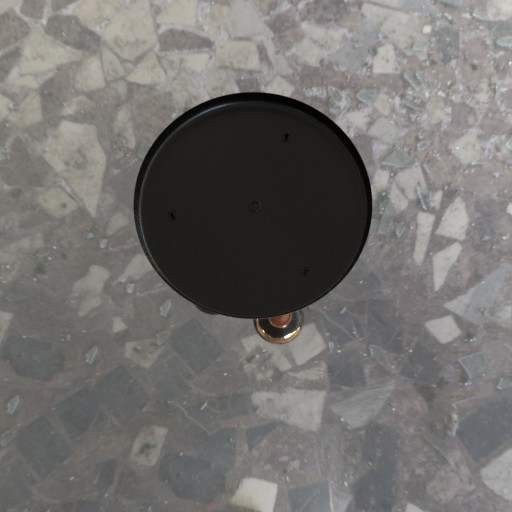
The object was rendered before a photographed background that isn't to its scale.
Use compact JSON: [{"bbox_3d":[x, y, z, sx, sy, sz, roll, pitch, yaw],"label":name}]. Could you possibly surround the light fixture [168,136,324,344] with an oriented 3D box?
[{"bbox_3d":[0.000,0.000,1.726,0.608,1.410,0.605,19,78,4],"label":"light fixture"}]
